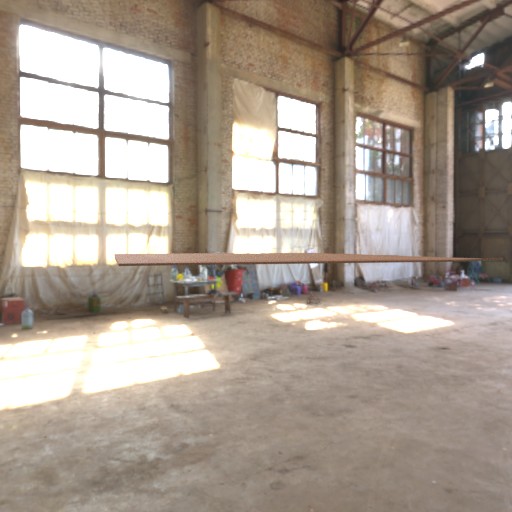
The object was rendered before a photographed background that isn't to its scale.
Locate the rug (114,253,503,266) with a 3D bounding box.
[{"bbox_3d":[0.000,0.000,3.998,2.431,0.021,3.057,0,1,-18],"label":"rug"}]
